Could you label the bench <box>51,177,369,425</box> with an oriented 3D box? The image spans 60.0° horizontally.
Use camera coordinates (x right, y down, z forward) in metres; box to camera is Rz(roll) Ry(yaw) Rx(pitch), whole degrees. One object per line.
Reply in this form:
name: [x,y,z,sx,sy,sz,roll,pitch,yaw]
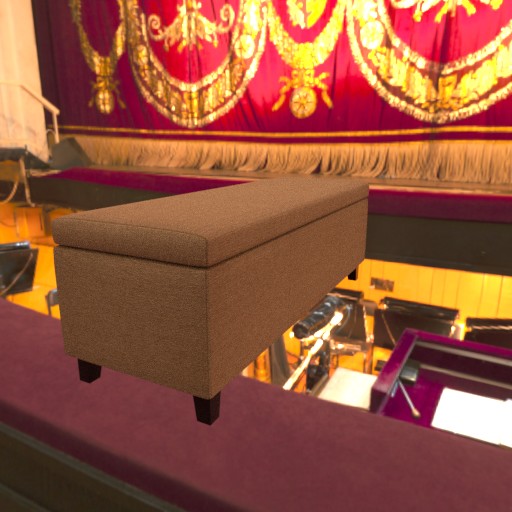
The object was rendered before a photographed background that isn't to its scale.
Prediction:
bench: [0.000,0.000,1.508,0.446,0.438,1.269,8,17,27]
